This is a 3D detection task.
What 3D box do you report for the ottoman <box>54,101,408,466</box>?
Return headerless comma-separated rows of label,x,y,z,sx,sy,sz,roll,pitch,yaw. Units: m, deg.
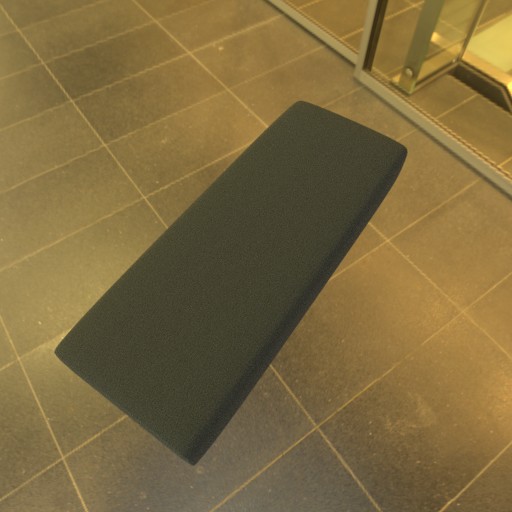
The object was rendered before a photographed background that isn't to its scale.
ottoman,0.000,0.000,1.913,0.646,0.393,1.609,30,63,18
